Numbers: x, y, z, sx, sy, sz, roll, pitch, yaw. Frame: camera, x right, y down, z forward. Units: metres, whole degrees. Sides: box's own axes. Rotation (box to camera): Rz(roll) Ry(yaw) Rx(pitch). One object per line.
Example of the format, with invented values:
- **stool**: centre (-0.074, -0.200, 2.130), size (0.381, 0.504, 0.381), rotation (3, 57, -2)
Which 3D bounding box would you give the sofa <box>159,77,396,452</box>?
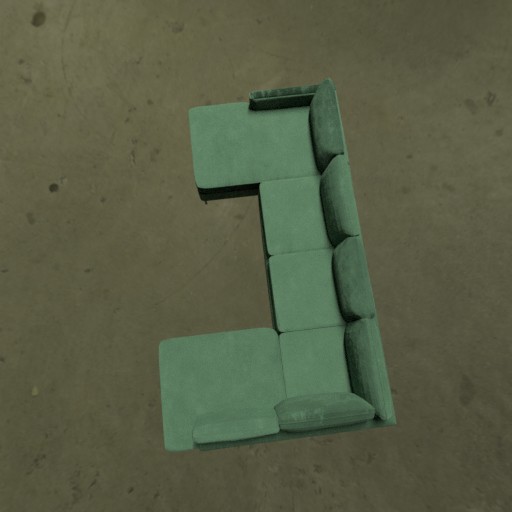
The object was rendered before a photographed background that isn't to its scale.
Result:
- **sofa**: centre (0.000, 0.000, 4.413), size (2.055, 0.992, 3.434), rotation (-7, 77, -2)
